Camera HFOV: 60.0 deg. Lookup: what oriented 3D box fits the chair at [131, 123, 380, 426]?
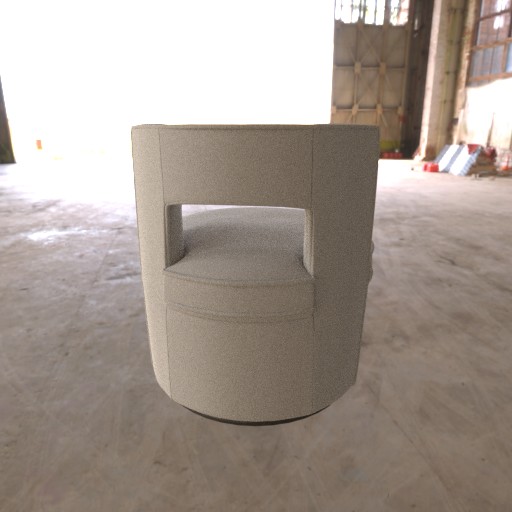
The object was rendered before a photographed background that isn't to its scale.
[{"bbox_3d":[0.000,0.000,1.261,0.650,0.723,0.665,3,17,9],"label":"chair"}]
